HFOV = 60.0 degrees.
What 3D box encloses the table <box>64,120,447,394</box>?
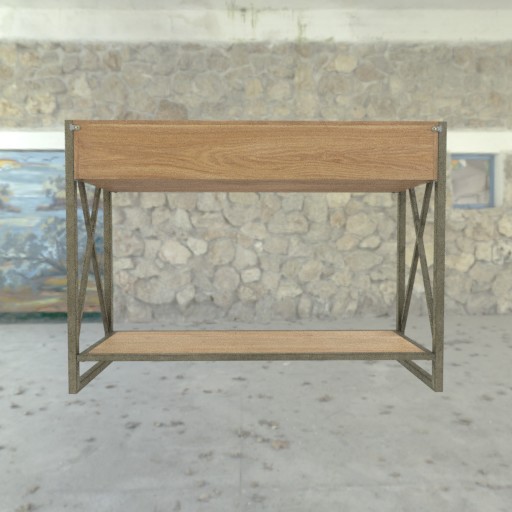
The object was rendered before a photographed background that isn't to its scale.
[{"bbox_3d":[0.000,0.000,1.417,1.059,0.763,0.361,0,2,-1],"label":"table"}]
